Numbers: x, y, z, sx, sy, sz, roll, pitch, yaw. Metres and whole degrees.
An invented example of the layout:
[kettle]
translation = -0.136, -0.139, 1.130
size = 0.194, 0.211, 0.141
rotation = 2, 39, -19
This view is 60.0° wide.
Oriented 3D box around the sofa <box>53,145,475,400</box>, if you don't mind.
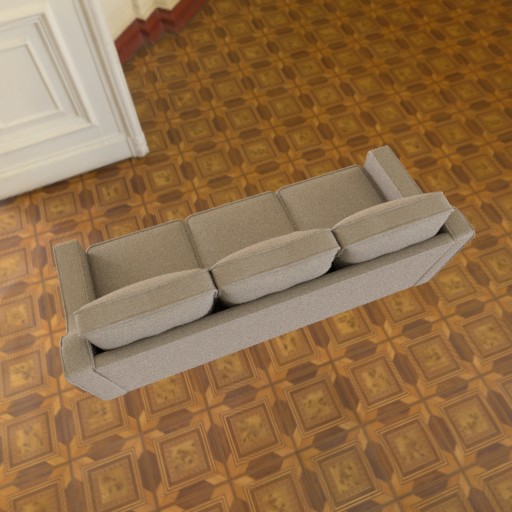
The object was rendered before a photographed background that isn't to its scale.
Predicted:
[sofa]
translation = 0.000, 0.000, 2.584
size = 2.129, 0.950, 0.899
rotation = -18, 61, -10
